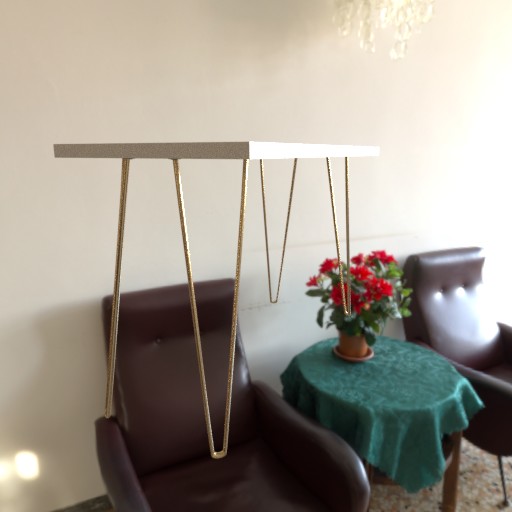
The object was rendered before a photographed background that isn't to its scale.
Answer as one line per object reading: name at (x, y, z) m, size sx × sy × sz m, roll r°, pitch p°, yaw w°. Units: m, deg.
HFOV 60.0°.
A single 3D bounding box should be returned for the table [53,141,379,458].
table at (0.000, 0.000, 1.371) m, size 0.498 × 0.660 × 0.991 m, roll 7°, pitch 15°, yaw 27°
